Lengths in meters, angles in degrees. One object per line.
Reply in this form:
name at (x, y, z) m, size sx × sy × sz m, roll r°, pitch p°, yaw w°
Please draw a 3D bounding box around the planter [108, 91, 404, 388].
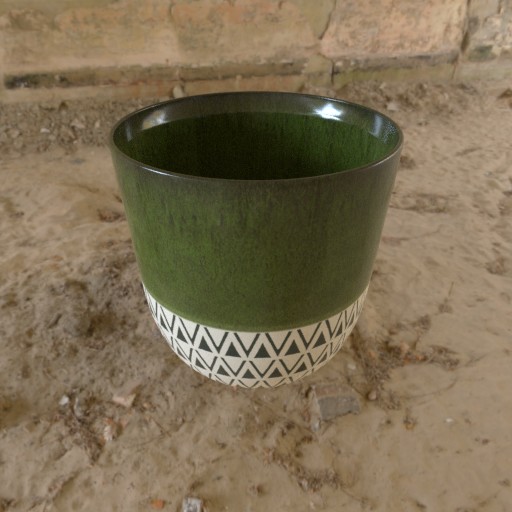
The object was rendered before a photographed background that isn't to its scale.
planter at (0.000, 0.000, 0.453) m, size 0.245 × 0.270 × 0.245 m, roll 0°, pitch 33°, yaw 0°
